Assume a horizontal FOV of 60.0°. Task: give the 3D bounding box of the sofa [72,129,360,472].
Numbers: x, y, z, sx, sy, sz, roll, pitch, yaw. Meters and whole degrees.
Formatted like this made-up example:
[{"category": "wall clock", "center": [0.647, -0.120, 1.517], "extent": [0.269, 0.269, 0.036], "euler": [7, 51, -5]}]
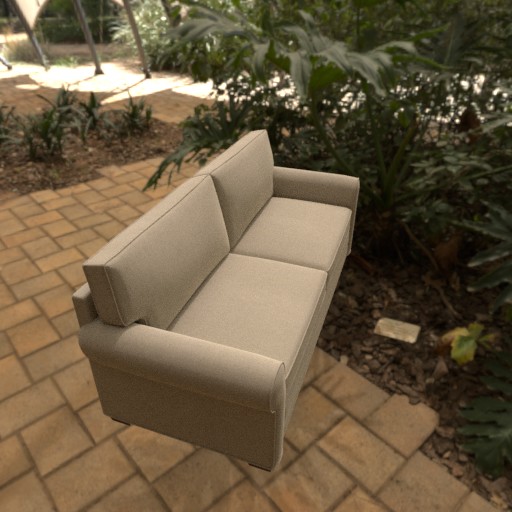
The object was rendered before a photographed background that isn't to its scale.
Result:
[{"category": "sofa", "center": [0.000, 0.000, 2.620], "extent": [0.901, 0.962, 2.146], "euler": [11, 33, 17]}]
